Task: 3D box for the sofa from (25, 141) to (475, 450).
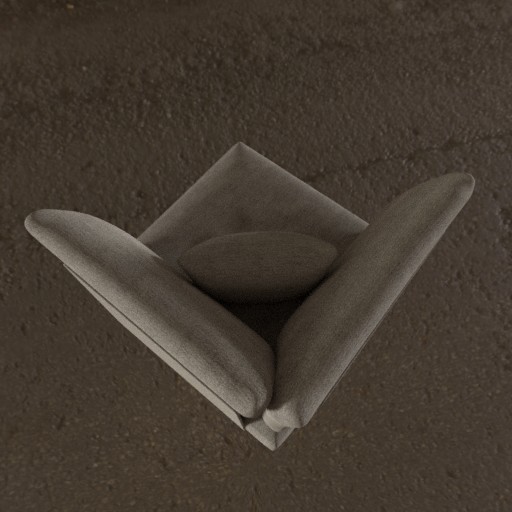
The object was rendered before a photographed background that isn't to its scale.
[{"bbox_3d":[0.000,0.000,1.682,1.000,0.820,1.000,36,69,16],"label":"sofa"}]
